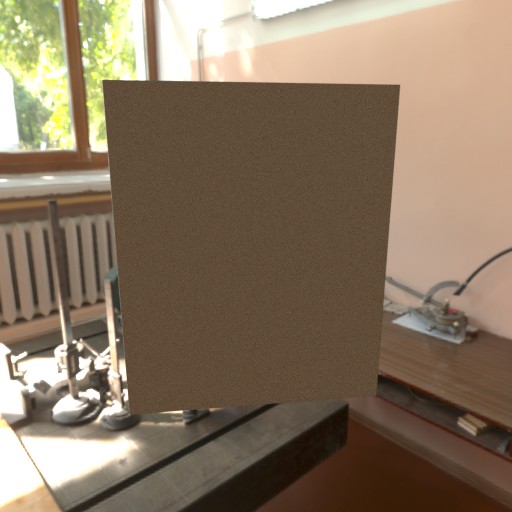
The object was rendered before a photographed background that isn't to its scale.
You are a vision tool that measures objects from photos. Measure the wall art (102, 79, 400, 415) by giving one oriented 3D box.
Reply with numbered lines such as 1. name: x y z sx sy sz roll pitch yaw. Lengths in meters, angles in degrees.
1. wall art: 0.000 0.000 0.753 0.452 0.549 0.038 -2 15 -7
